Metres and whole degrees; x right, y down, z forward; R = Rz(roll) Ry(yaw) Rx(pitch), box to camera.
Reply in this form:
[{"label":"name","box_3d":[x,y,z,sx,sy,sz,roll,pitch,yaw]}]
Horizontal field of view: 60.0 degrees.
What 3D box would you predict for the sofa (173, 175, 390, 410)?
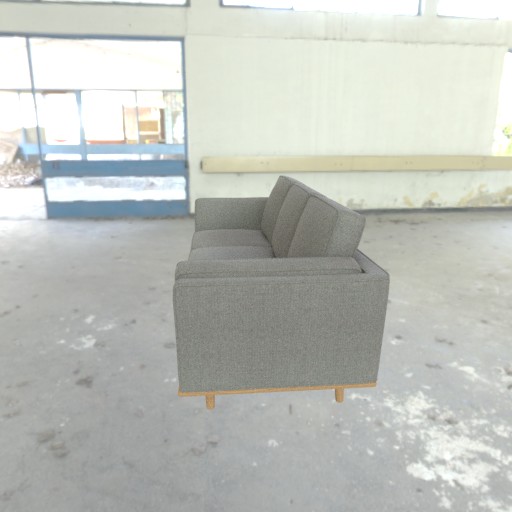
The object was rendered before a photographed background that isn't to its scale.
[{"label":"sofa","box_3d":[0.000,0.000,2.895,0.903,0.899,2.362,-1,15,-5]}]
